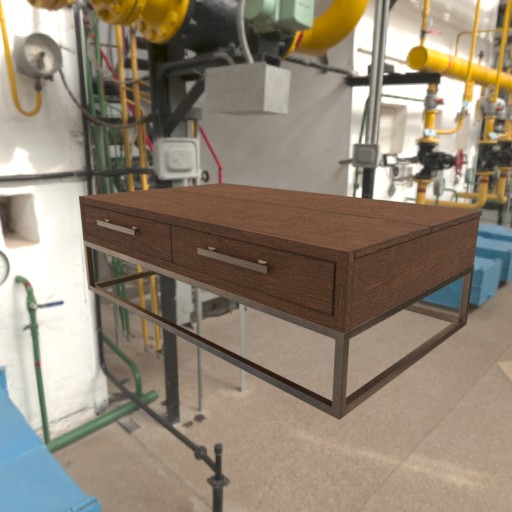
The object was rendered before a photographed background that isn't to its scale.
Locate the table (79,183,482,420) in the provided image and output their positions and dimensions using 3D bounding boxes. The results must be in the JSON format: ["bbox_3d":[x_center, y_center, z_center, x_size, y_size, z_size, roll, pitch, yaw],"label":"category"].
[{"bbox_3d":[0.000,0.000,1.504,1.167,0.361,0.719,14,21,43],"label":"table"}]
